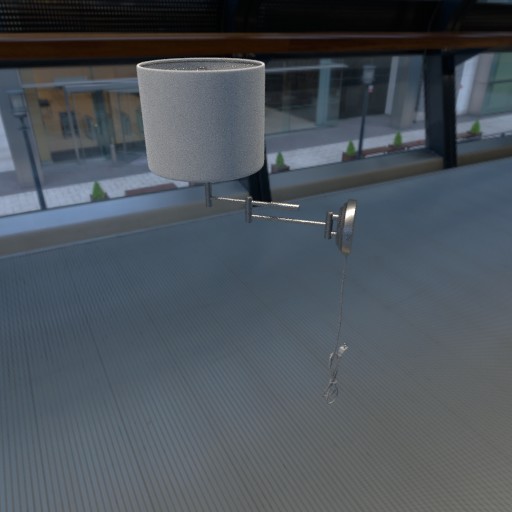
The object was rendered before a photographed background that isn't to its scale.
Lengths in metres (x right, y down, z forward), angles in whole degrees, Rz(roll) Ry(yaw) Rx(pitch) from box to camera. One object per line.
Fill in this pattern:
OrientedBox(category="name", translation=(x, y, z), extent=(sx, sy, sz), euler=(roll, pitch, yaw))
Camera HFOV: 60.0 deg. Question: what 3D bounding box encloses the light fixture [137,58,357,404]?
OrientedBox(category="light fixture", translation=(0.000, 0.000, 1.060), extent=(0.479, 0.842, 0.253), euler=(8, 30, 14))
